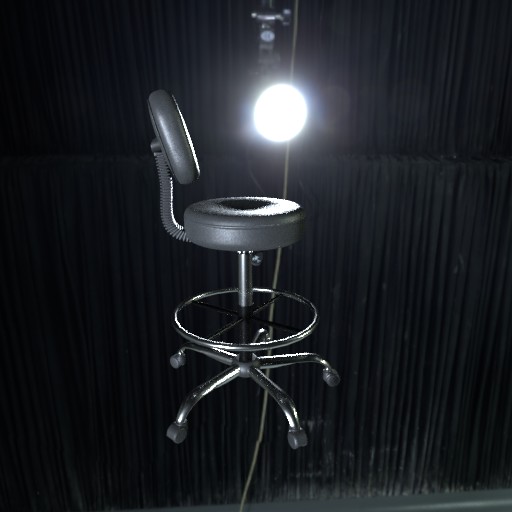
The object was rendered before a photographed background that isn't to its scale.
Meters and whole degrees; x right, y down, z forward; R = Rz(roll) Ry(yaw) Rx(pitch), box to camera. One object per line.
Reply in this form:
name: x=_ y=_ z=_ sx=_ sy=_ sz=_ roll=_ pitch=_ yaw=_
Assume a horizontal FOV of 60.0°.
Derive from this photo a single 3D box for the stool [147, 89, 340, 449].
stool: x=0.000 y=0.000 z=1.530 sx=0.658 sy=1.069 sz=0.694 roll=-3 pitch=17 yaw=-9
